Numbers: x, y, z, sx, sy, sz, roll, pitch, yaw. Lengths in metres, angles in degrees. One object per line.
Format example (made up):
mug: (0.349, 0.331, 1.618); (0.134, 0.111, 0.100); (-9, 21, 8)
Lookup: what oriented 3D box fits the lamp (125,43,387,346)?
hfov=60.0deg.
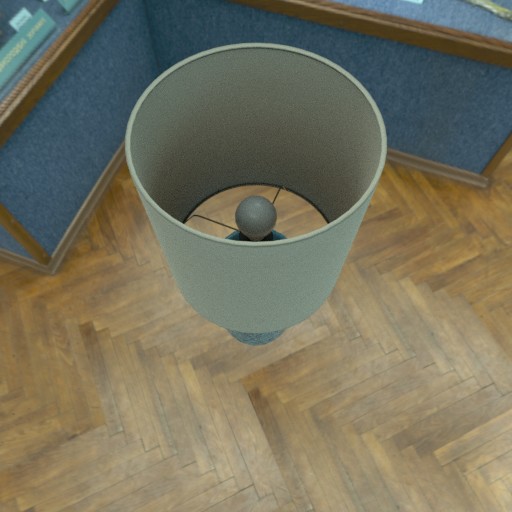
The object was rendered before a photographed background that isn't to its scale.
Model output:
lamp: (0.000, 0.000, 0.741); (0.278, 0.597, 0.278); (21, 65, 10)
